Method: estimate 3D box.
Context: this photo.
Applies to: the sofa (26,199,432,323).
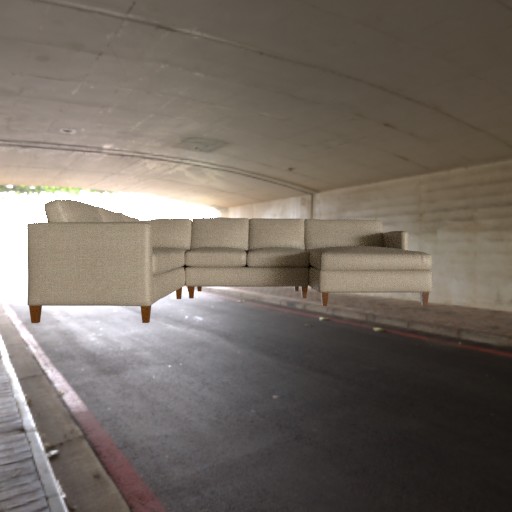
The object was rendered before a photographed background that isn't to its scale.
[{"bbox_3d":[0.000,0.000,4.555,3.460,0.961,2.594,0,1,-1],"label":"sofa"}]
